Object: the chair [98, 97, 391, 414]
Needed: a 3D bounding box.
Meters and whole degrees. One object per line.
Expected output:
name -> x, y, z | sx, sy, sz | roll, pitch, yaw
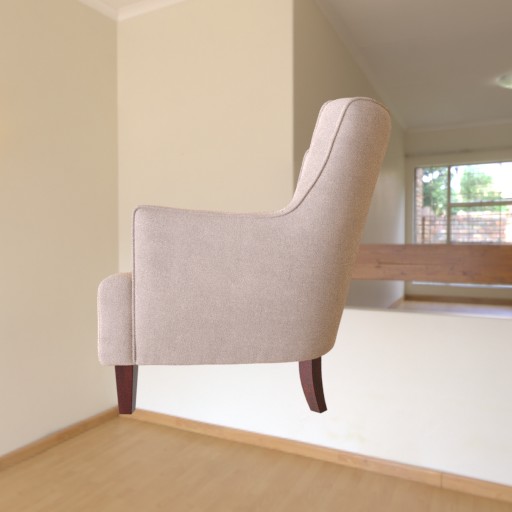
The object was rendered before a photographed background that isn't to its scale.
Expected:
chair -> 0.000, 0.000, 1.611 | 0.910, 0.920, 0.781 | 0, 2, 2
